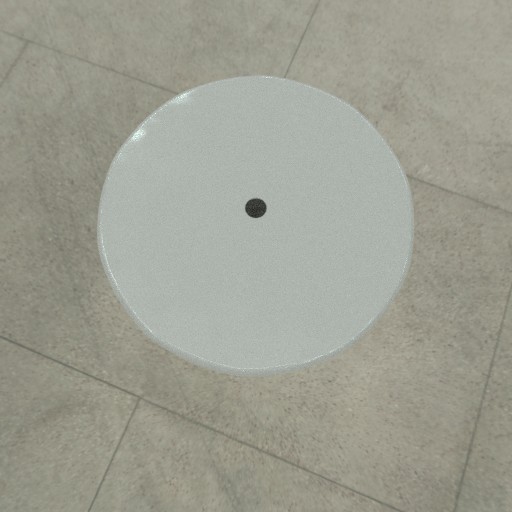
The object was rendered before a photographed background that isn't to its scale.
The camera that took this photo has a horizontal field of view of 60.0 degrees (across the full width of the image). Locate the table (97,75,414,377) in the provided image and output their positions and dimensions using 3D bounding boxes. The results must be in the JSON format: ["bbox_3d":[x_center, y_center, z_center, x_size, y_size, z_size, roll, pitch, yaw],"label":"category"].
[{"bbox_3d":[0.000,0.000,0.665,0.352,0.387,0.352,0,75,0],"label":"table"}]
